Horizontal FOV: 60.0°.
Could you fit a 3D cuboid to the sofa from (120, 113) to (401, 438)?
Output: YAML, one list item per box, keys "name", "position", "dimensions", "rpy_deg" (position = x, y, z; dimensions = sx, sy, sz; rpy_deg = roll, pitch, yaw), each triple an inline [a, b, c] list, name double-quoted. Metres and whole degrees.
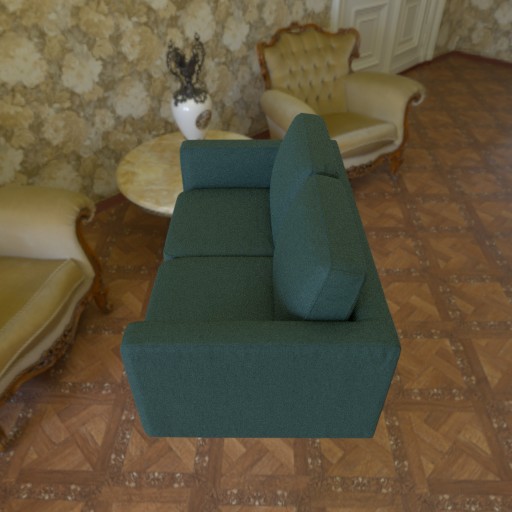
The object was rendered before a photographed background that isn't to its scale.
- name: "sofa"
  position: [0.000, 0.000, 2.013]
  dimensions: [0.879, 0.899, 1.430]
  rpy_deg: [0, 39, 0]
